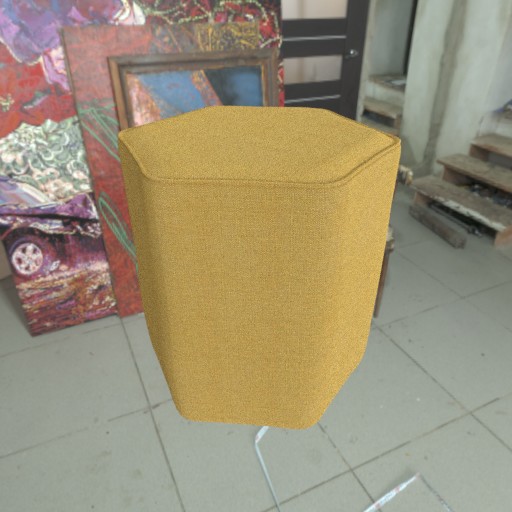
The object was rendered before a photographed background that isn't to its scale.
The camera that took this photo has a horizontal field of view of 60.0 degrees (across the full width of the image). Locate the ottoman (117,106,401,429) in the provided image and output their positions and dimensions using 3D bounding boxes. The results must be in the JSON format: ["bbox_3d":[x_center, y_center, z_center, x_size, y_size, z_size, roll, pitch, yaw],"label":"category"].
[{"bbox_3d":[0.000,0.000,0.884,0.443,0.502,0.494,20,36,30],"label":"ottoman"}]
